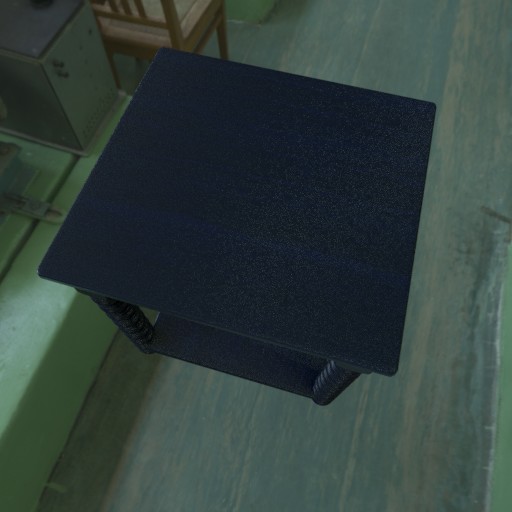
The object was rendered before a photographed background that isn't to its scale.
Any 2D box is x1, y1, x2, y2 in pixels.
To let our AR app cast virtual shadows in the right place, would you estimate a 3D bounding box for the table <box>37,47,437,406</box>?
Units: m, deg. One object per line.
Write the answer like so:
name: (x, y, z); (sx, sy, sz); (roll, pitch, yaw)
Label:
table: (0.000, 0.000, 0.972); (0.533, 0.567, 0.500); (15, 65, 7)
